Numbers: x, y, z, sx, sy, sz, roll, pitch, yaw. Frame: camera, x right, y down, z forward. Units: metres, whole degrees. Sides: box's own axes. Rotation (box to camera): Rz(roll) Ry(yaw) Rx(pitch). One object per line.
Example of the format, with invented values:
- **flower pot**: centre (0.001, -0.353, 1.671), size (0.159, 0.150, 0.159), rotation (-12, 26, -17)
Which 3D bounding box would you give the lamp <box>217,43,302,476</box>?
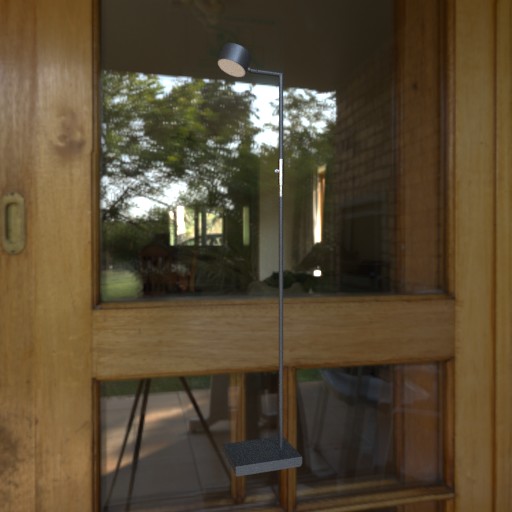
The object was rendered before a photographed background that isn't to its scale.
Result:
- **lamp**: centre (0.000, 0.000, 1.728), size (0.304, 1.600, 0.203), rotation (0, 0, -18)
